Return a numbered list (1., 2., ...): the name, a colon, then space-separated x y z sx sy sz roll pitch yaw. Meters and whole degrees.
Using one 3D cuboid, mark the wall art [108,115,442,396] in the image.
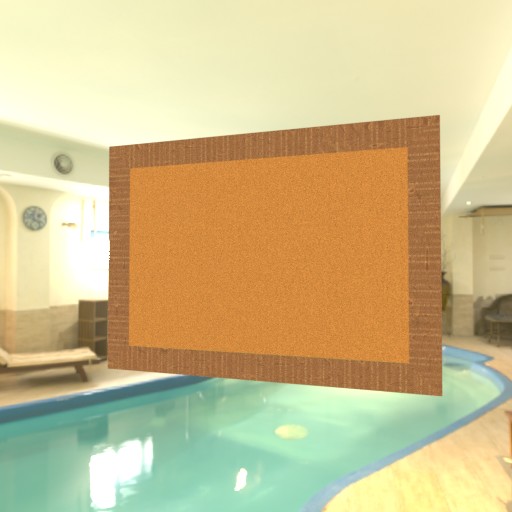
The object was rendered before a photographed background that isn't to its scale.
1. wall art: 0.000 0.000 1.366 1.056 0.761 0.020 0 -1 18
